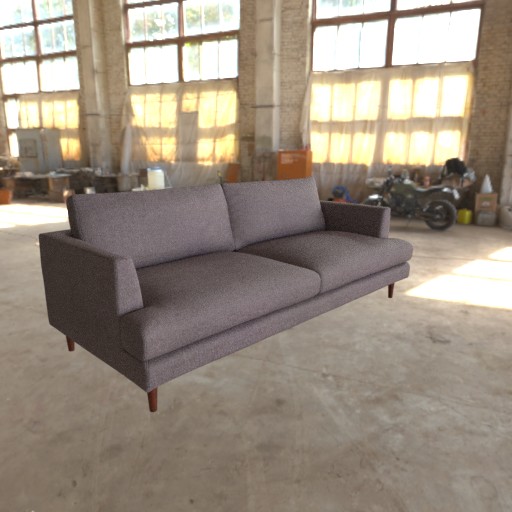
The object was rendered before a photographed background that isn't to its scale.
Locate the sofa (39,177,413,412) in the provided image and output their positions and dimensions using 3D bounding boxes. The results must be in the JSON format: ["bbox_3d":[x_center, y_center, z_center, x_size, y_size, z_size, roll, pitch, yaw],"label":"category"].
[{"bbox_3d":[0.000,0.000,2.789,1.020,0.868,2.250,13,19,43],"label":"sofa"}]
